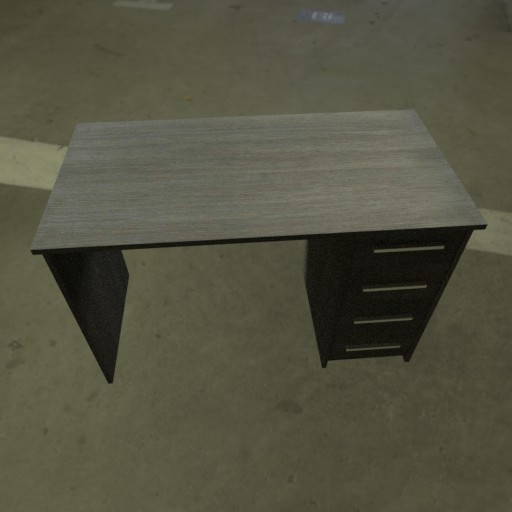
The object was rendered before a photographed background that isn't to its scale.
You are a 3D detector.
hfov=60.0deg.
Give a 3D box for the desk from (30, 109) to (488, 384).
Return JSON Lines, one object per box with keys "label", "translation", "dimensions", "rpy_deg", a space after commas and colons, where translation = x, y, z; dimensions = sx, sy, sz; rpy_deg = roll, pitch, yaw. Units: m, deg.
{"label": "desk", "translation": [0.000, 0.000, 1.511], "dimensions": [1.096, 0.730, 0.560], "rpy_deg": [-3, 47, -3]}
